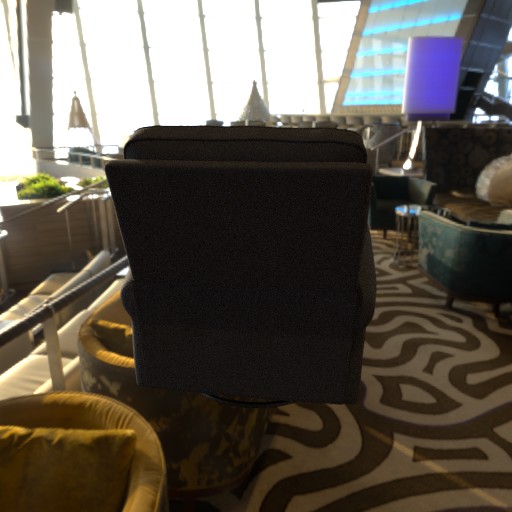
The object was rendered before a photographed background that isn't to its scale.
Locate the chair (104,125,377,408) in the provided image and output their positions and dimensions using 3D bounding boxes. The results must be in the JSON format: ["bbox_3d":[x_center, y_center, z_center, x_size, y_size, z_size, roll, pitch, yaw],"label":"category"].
[{"bbox_3d":[0.000,0.000,1.675,0.890,0.961,0.878,3,18,8],"label":"chair"}]
